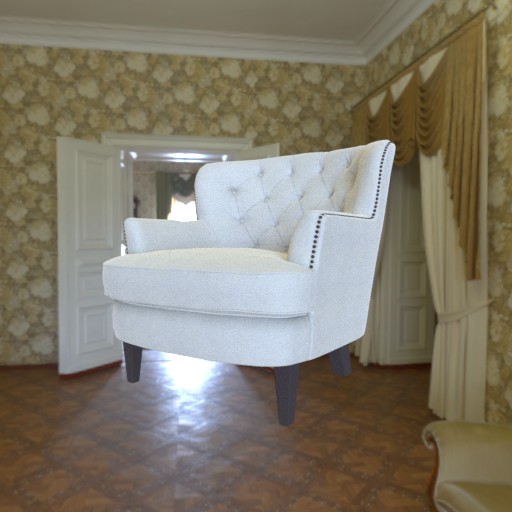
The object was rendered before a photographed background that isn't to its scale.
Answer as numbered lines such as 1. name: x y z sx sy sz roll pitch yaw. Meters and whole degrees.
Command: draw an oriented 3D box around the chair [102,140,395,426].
1. chair: 0.000 0.000 1.585 0.848 0.868 0.906 1 2 35
